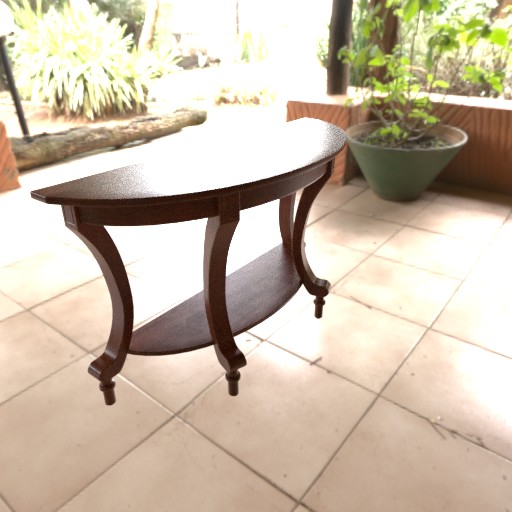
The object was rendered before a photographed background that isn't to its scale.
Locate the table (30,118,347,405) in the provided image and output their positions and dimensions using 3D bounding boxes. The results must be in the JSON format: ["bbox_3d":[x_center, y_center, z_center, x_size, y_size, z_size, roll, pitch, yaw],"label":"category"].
[{"bbox_3d":[0.000,0.000,1.494,0.394,0.699,1.198,19,33,33],"label":"table"}]
